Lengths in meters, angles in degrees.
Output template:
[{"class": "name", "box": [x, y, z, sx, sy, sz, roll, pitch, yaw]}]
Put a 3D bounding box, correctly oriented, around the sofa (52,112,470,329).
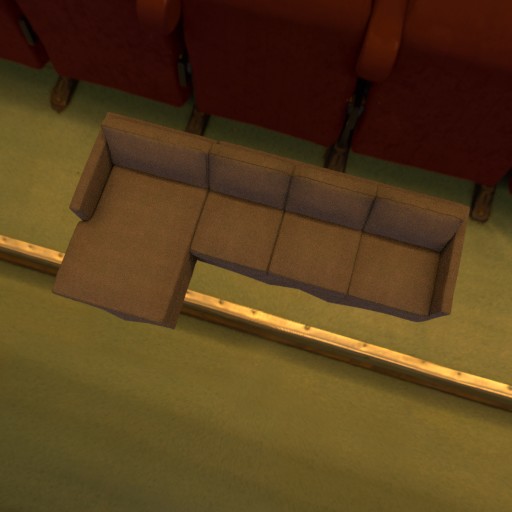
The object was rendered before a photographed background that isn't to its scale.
[{"class": "sofa", "box": [0.000, 0.000, 3.811, 3.205, 0.922, 1.650, 16, 77, 4]}]
